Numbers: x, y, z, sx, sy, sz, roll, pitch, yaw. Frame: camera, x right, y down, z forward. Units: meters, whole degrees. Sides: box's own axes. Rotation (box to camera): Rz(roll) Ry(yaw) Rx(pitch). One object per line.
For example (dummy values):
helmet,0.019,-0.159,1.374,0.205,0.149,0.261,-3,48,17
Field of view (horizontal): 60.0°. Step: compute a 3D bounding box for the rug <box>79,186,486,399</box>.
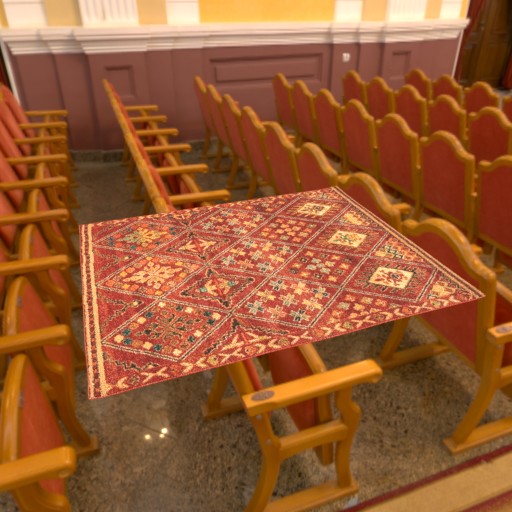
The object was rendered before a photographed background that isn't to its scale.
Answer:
rug,0.000,0.000,4.137,3.086,0.030,2.489,-11,33,-17
